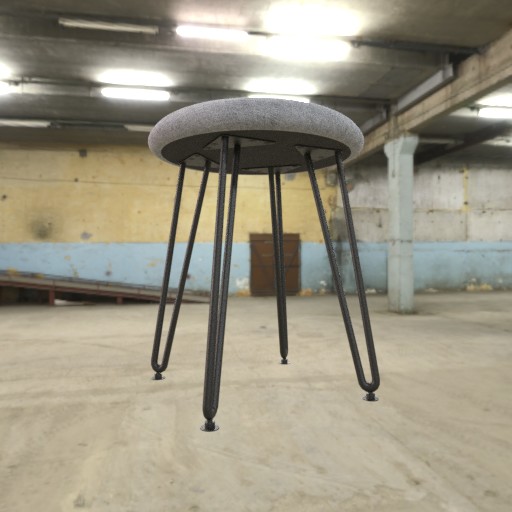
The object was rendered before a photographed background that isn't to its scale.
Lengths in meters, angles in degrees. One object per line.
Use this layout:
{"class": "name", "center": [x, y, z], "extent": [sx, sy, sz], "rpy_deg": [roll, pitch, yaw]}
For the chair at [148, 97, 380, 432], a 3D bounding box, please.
{"class": "chair", "center": [0.000, 0.000, 0.650], "extent": [0.350, 0.386, 0.350], "rpy_deg": [0, 0, 18]}
